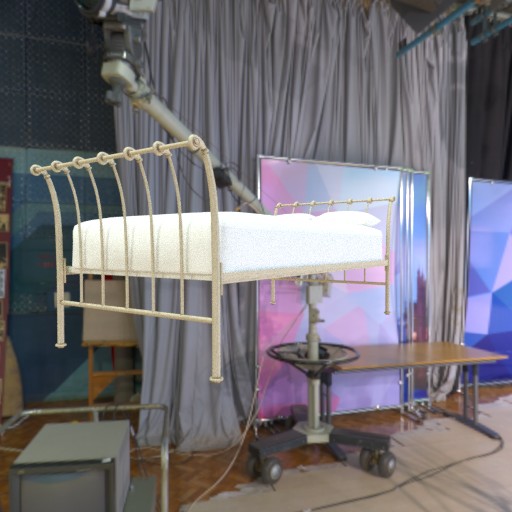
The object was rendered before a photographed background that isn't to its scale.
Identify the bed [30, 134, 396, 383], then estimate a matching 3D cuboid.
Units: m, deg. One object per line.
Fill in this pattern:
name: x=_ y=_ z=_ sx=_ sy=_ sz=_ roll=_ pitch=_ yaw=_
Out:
bed: x=0.000 y=0.000 z=2.683 sx=1.032 sy=0.873 sz=2.228 roll=1 pitch=2 yaw=34
